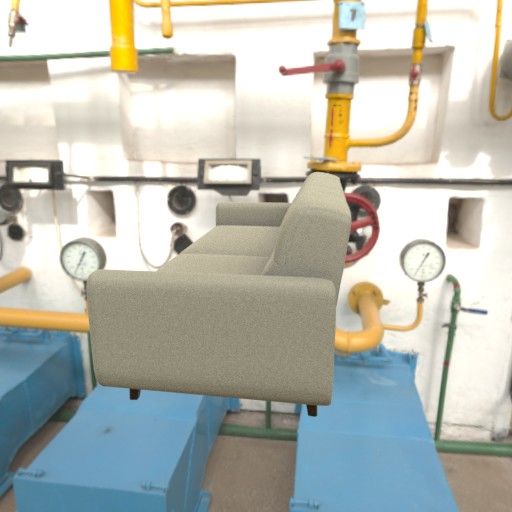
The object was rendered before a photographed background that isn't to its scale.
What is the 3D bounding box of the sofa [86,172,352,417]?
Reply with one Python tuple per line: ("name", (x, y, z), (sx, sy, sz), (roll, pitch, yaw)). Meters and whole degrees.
("sofa", (0.000, 0.000, 2.623), (0.980, 0.892, 2.137), (2, 15, 9))
